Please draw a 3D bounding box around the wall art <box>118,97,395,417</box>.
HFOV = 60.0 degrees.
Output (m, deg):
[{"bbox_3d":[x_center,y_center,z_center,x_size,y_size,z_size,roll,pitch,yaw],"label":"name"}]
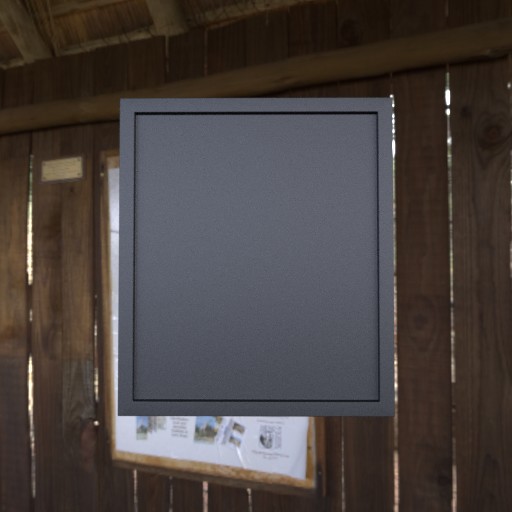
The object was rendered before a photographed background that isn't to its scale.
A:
[{"bbox_3d":[0.000,0.000,0.542,0.328,0.381,0.028,0,-1,0],"label":"wall art"}]
